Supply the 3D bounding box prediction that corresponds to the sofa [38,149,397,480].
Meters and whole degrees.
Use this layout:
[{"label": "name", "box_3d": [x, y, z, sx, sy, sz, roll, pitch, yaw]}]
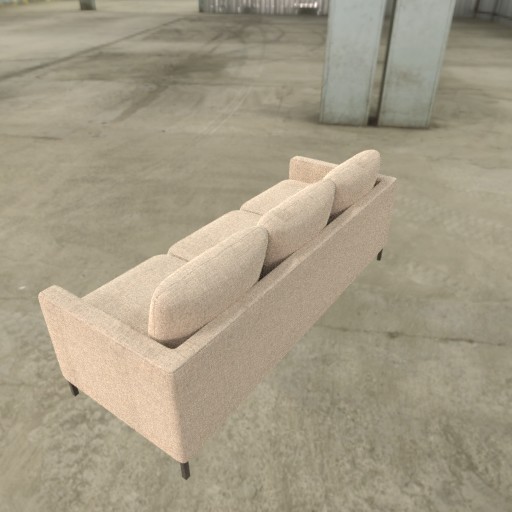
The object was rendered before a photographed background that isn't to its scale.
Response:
[{"label": "sofa", "box_3d": [0.000, 0.000, 2.631, 0.859, 0.874, 2.218, 21, 37, 29]}]
